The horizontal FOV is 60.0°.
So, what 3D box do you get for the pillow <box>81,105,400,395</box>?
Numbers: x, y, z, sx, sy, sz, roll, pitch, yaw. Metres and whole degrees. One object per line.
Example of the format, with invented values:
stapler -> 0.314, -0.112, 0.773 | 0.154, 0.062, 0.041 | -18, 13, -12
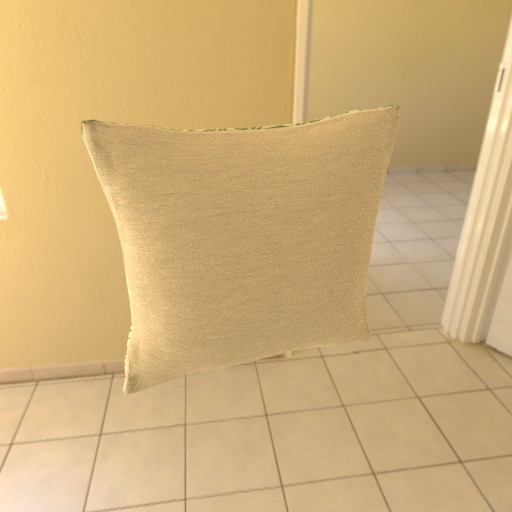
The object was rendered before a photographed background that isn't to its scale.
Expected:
pillow -> 0.000, 0.000, 0.668 | 0.440, 0.419, 0.162 | -8, 28, -16
